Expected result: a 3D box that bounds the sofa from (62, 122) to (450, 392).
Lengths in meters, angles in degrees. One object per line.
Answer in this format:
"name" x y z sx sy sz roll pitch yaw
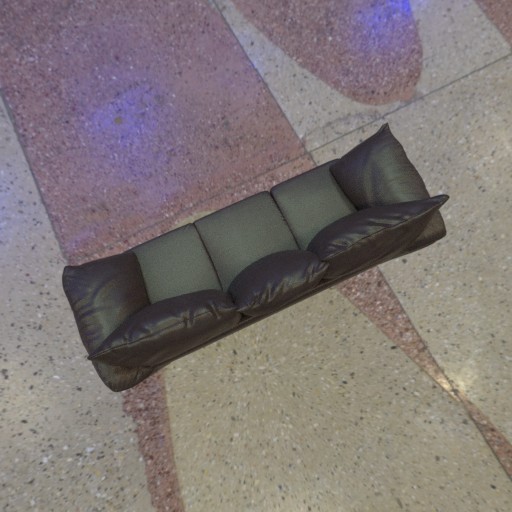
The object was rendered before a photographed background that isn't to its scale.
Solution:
"sofa" 0.000 0.000 2.960 2.390 1.091 0.907 -24 77 -6
